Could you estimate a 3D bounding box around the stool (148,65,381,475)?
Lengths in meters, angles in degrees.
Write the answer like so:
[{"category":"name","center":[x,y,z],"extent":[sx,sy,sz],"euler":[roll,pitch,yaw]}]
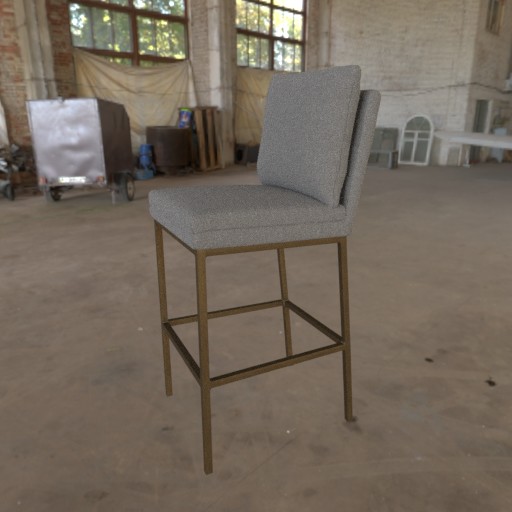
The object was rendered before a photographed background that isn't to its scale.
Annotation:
[{"category":"stool","center":[0.000,0.000,1.420],"extent":[0.569,1.132,0.463],"euler":[-8,19,-25]}]
